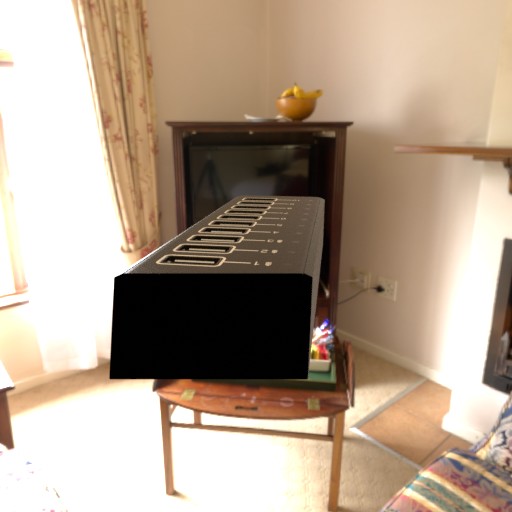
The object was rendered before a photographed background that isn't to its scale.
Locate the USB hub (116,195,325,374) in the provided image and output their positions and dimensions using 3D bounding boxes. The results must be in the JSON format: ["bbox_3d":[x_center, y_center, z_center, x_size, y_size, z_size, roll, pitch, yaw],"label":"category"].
[{"bbox_3d":[0.000,0.000,0.157,0.044,0.023,0.145,3,16,9],"label":"USB hub"}]
